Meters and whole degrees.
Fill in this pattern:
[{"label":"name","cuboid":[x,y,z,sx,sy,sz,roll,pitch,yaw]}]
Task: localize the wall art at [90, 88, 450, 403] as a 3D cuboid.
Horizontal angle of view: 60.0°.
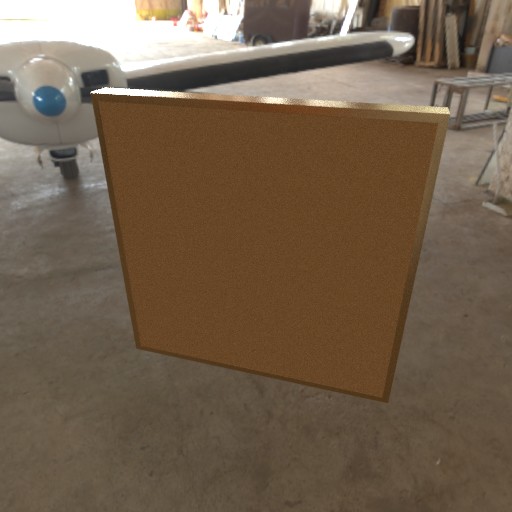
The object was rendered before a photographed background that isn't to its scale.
[{"label":"wall art","cuboid":[0.000,0.000,0.750,0.509,0.509,0.040,8,31,14]}]
